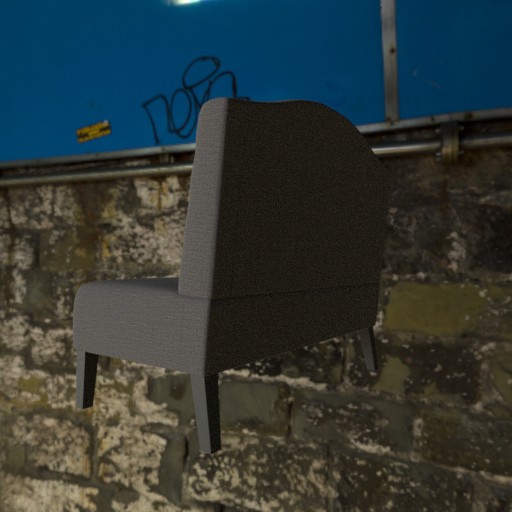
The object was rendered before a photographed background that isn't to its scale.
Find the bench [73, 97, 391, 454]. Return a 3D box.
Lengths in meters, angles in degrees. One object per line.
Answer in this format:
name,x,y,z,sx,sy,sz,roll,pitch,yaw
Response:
bench,0.000,0.000,2.012,0.815,1.180,1.335,-1,-1,37
